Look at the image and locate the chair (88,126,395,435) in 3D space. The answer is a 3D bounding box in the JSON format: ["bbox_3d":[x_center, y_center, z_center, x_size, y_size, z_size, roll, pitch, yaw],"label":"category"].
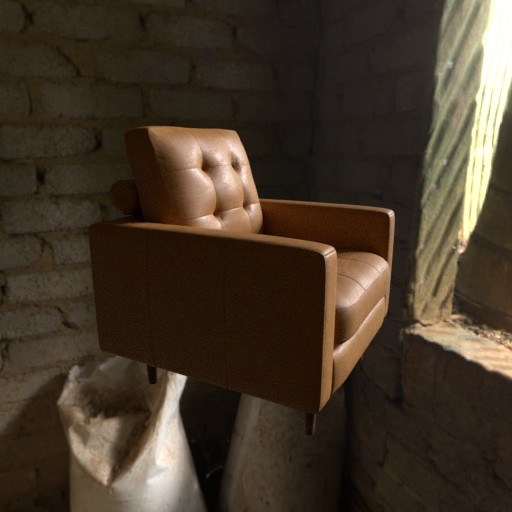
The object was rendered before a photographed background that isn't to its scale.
[{"bbox_3d":[0.000,0.000,1.595,0.868,0.896,0.831,8,16,27],"label":"chair"}]
